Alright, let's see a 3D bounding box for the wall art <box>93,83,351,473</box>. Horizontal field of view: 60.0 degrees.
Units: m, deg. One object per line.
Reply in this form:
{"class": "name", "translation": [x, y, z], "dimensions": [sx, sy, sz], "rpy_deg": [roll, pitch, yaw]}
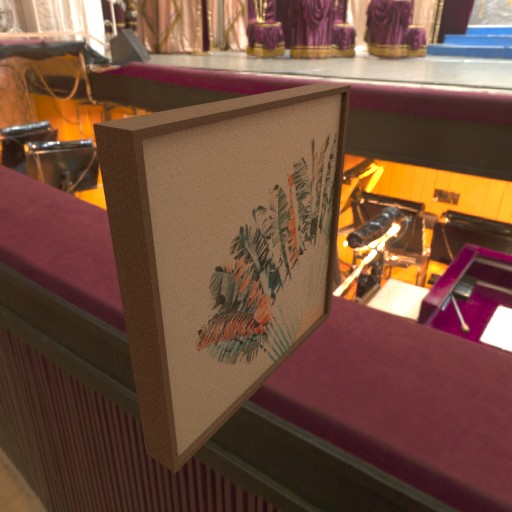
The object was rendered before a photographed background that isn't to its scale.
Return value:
{"class": "wall art", "translation": [0.000, 0.000, 0.451], "dimensions": [0.038, 0.303, 0.304], "rpy_deg": [18, 32, 31]}
